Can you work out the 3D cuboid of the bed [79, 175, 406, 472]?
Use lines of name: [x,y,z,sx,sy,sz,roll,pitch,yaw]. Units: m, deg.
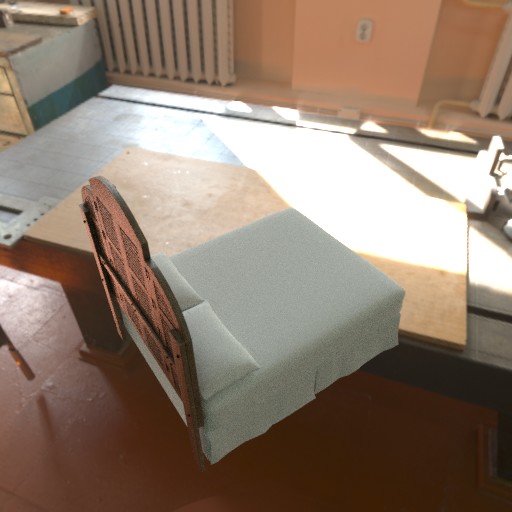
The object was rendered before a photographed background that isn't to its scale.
bed: [0.000,0.000,3.580,2.138,2.019,1.713,-25,46,-26]
